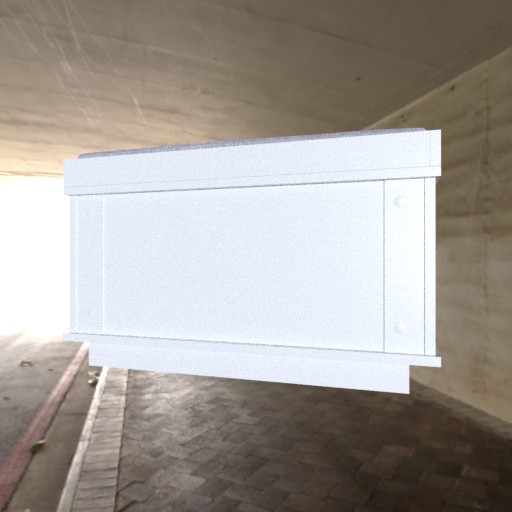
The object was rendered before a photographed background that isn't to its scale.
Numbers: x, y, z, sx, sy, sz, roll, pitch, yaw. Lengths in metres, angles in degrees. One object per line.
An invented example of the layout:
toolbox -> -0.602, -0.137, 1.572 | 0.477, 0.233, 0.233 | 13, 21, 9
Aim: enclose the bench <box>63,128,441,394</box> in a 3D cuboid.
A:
bench -> 0.000, 0.000, 0.990 | 0.734, 0.461, 0.362 | 0, 0, 18
